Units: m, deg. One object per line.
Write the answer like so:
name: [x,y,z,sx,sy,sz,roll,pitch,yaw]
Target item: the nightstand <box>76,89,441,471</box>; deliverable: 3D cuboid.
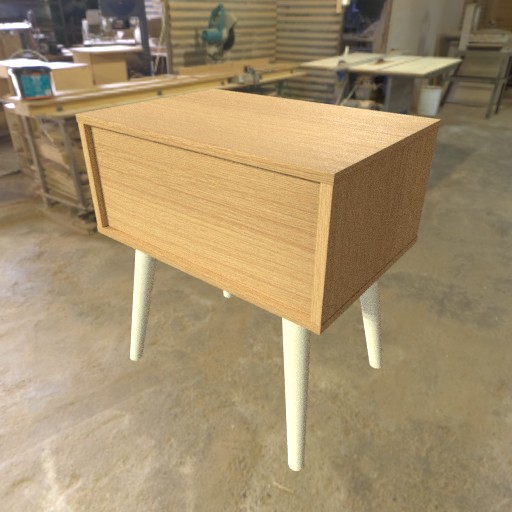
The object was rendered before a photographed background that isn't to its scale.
nightstand: [0.000,0.000,0.991,0.571,0.610,0.407,21,36,33]
